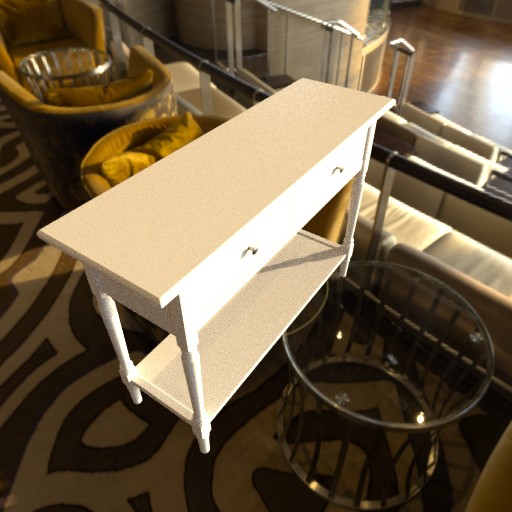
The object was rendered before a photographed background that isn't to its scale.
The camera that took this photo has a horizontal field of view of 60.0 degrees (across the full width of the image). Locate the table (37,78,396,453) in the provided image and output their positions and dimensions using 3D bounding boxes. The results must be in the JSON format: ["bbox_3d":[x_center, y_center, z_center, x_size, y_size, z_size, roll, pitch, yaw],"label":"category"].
[{"bbox_3d":[0.000,0.000,1.550,0.386,0.814,1.191,24,47,25],"label":"table"}]
